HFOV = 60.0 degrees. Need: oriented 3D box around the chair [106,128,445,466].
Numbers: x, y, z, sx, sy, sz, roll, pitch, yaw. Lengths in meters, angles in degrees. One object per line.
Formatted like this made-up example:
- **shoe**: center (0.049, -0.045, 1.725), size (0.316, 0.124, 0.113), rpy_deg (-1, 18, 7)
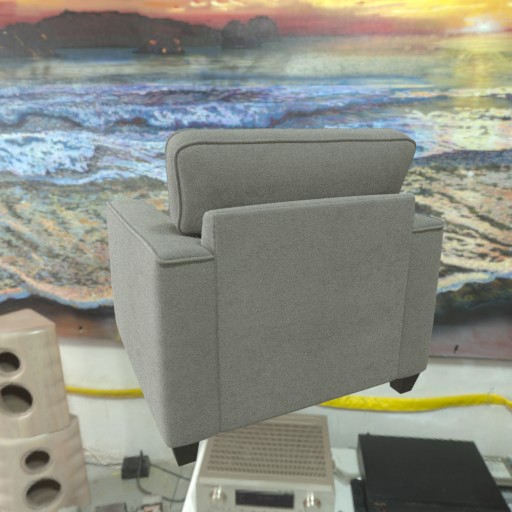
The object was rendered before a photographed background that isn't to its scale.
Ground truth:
- **chair**: center (0.000, 0.000, 1.732), size (1.015, 0.965, 0.939), rpy_deg (-8, 18, -24)
